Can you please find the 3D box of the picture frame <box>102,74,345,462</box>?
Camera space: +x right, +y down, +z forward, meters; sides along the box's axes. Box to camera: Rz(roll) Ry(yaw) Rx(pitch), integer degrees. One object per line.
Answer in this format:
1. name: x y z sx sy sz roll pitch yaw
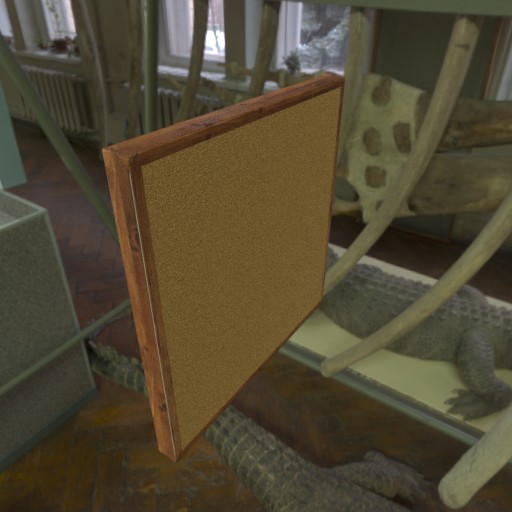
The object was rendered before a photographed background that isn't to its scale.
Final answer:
1. picture frame: 0.000 0.000 0.529 0.028 0.356 0.352 20 37 29
